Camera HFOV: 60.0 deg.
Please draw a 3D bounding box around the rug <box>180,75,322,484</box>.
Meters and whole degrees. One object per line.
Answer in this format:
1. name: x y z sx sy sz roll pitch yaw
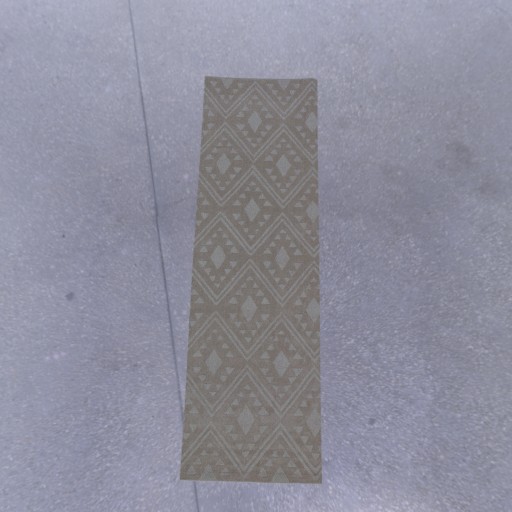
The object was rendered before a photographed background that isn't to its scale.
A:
1. rug: 0.000 0.000 2.632 0.752 0.051 2.452 1 75 0
